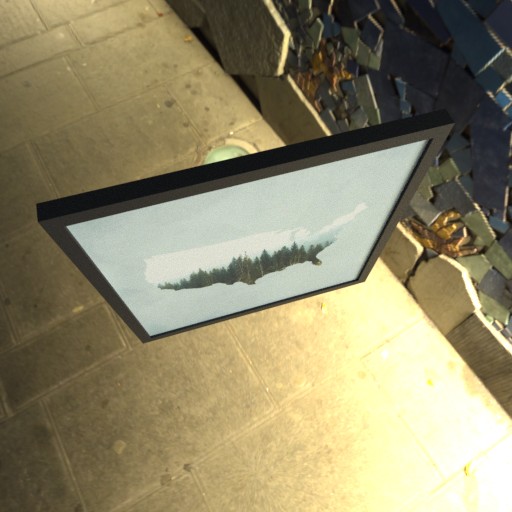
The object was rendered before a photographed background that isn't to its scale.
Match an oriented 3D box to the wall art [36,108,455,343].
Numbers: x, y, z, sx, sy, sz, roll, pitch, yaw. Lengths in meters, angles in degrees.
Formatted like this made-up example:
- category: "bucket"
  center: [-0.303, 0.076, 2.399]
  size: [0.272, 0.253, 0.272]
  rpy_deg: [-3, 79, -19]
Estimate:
- category: "wall art"
  center: [0.000, 0.000, 1.129]
  size: [0.763, 0.763, 0.038]
  rpy_deg: [-15, 65, -7]
